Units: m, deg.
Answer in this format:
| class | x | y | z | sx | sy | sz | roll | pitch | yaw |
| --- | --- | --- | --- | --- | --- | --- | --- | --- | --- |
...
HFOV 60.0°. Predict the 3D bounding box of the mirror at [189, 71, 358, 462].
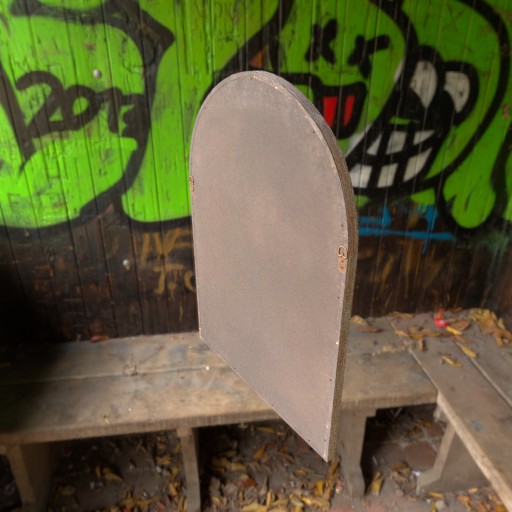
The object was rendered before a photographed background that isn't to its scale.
| class | x | y | z | sx | sy | sz | roll | pitch | yaw |
| --- | --- | --- | --- | --- | --- | --- | --- | --- | --- |
| mirror | 0.000 | 0.000 | 1.193 | 0.032 | 0.920 | 0.660 | -18 | 31 | -32 |
